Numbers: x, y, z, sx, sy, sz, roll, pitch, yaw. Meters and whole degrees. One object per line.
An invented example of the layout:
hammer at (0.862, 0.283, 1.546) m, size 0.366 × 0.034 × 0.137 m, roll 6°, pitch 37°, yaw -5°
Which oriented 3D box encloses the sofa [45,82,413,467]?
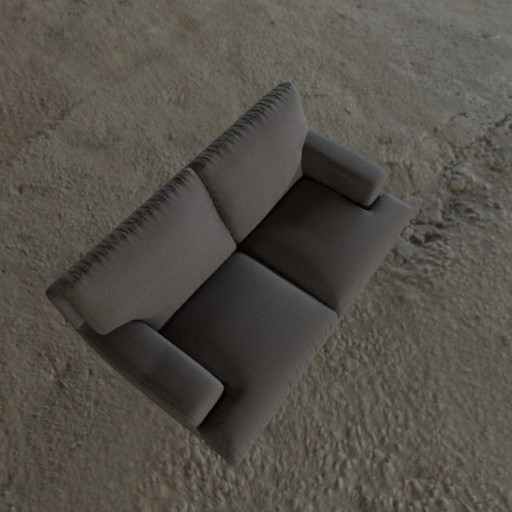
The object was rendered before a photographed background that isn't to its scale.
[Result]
sofa at (0.000, 0.000, 2.514) m, size 1.143 × 0.940 × 1.880 m, roll 33°, pitch 63°, yaw 19°
